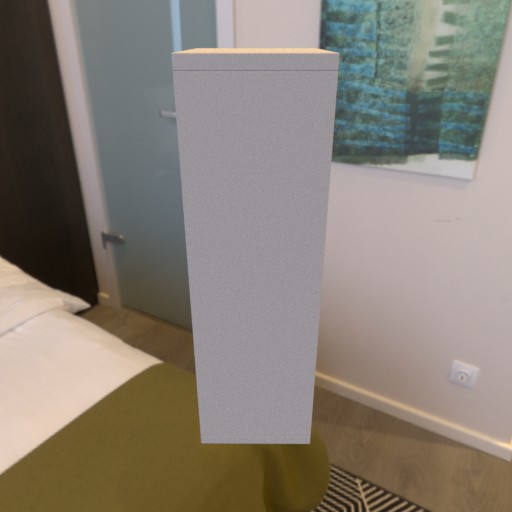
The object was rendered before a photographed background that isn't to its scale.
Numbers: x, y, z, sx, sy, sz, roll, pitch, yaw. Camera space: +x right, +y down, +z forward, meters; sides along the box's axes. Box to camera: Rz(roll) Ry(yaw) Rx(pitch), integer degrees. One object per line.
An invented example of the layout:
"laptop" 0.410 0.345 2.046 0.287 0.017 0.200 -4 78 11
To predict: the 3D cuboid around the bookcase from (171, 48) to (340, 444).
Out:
"bookcase" 0.000 0.000 1.282 0.330 1.080 0.390 0 26 0
